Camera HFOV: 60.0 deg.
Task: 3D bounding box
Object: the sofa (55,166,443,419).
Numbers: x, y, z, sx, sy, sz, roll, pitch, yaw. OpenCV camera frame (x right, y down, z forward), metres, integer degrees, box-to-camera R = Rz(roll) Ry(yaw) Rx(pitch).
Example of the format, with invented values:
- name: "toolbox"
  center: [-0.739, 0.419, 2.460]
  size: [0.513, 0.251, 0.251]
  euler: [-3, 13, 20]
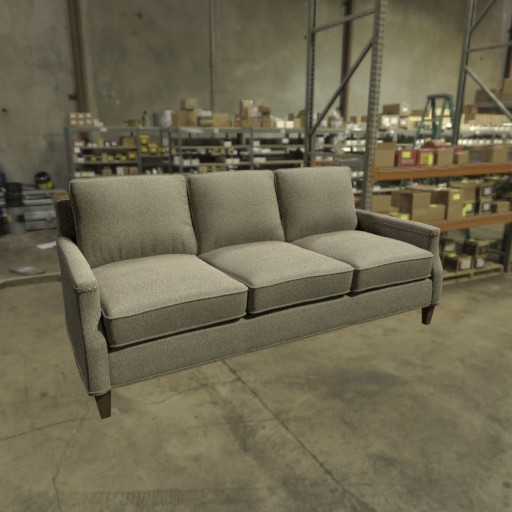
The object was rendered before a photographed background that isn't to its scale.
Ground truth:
- name: "sofa"
  center: [0.000, 0.000, 2.780]
  size: [2.246, 1.003, 1.084]
  euler: [-9, 18, -28]
